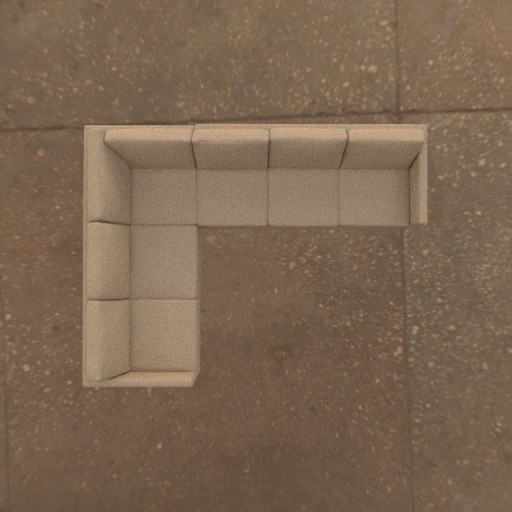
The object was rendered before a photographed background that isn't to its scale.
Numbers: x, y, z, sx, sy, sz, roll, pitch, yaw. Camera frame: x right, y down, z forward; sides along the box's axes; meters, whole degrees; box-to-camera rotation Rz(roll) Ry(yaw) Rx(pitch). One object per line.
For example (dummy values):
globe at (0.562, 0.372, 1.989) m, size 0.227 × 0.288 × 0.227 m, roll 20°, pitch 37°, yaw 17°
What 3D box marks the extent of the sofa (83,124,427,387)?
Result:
sofa at (0.000, 0.000, 4.314) m, size 3.182 × 0.863 × 2.432 m, roll 0°, pitch 90°, yaw 0°
